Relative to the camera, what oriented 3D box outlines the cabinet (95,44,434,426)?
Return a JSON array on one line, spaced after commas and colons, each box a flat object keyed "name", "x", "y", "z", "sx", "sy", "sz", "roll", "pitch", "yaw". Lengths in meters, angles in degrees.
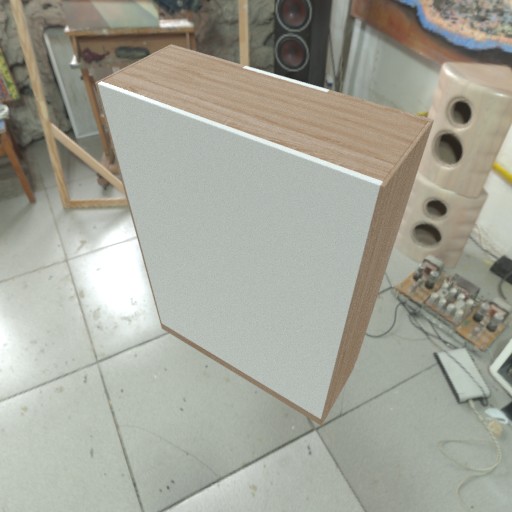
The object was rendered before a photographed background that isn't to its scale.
[{"name": "cabinet", "x": 0.000, "y": 0.000, "z": 2.826, "sx": 1.500, "sy": 2.120, "sz": 0.590, "roll": 26, "pitch": 52, "yaw": 22}]
